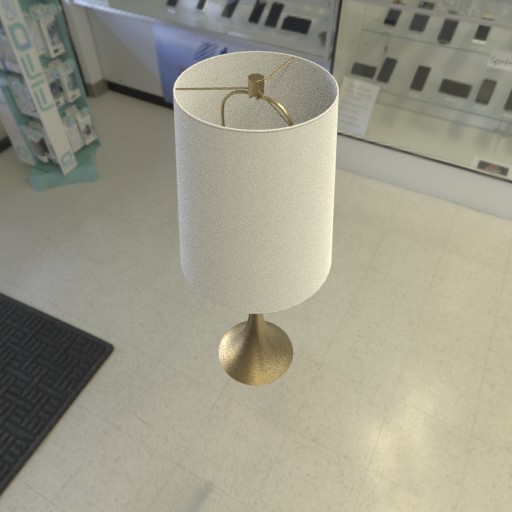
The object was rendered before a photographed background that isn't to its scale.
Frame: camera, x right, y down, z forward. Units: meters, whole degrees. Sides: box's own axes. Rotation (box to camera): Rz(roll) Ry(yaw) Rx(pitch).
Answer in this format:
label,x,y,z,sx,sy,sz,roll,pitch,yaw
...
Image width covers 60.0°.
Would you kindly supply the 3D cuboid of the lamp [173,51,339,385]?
label,x,y,z,sx,sy,sz,roll,pitch,yaw
lamp,0.000,0.000,0.687,0.231,0.569,0.231,0,47,0
